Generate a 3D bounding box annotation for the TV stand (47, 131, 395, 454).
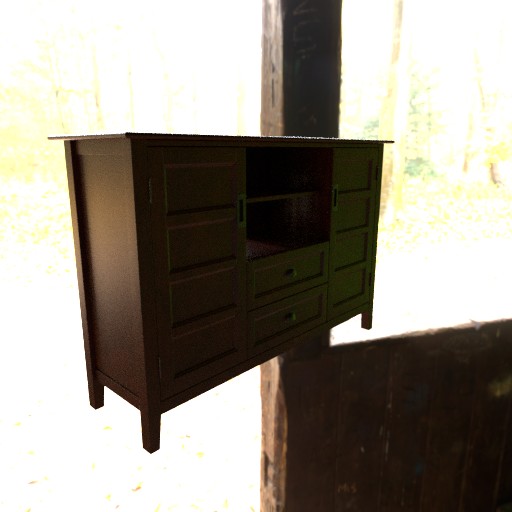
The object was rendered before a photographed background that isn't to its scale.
[{"bbox_3d":[0.000,0.000,1.783,0.445,0.915,1.372,12,18,42],"label":"TV stand"}]
